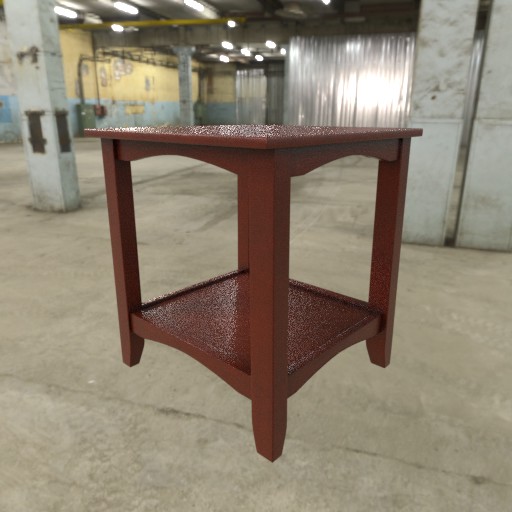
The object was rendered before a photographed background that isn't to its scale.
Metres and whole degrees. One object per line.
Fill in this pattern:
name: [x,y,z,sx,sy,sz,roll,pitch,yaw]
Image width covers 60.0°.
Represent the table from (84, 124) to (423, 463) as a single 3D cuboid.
table: [0.000,0.000,1.009,0.522,0.558,0.523,-17,24,-42]
